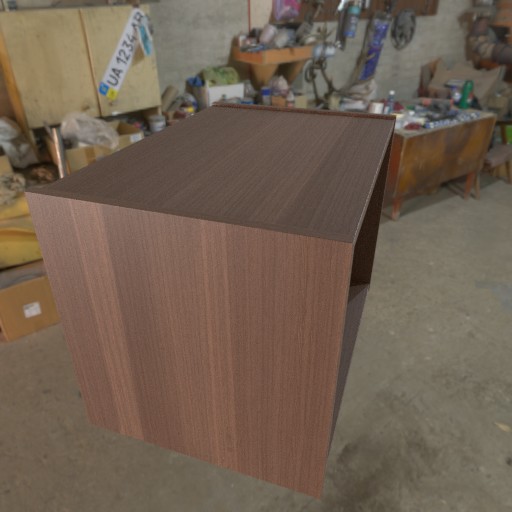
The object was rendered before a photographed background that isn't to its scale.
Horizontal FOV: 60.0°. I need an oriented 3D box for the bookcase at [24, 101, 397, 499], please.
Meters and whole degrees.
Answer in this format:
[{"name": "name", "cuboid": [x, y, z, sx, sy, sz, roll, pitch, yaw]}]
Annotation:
[{"name": "bookcase", "cuboid": [0.000, 0.000, 0.597, 0.290, 0.305, 0.415, 10, 32, 17]}]
